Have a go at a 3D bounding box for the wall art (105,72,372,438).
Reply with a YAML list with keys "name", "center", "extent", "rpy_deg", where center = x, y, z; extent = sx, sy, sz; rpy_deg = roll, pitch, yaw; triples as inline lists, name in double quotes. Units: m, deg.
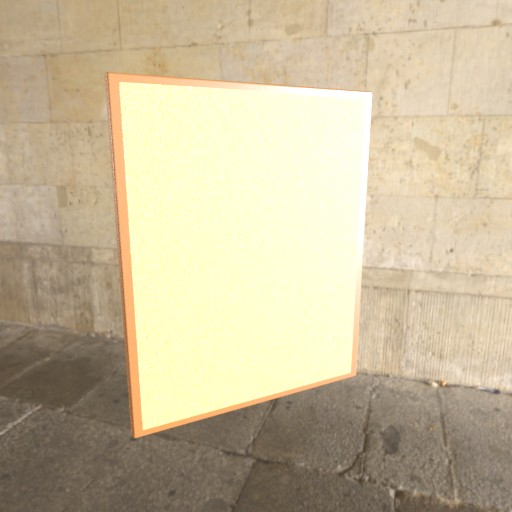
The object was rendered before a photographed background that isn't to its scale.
- name: "wall art"
  center: [0.000, 0.000, 0.753]
  extent: [0.449, 0.550, 0.021]
  rpy_deg: [-7, 15, -26]
